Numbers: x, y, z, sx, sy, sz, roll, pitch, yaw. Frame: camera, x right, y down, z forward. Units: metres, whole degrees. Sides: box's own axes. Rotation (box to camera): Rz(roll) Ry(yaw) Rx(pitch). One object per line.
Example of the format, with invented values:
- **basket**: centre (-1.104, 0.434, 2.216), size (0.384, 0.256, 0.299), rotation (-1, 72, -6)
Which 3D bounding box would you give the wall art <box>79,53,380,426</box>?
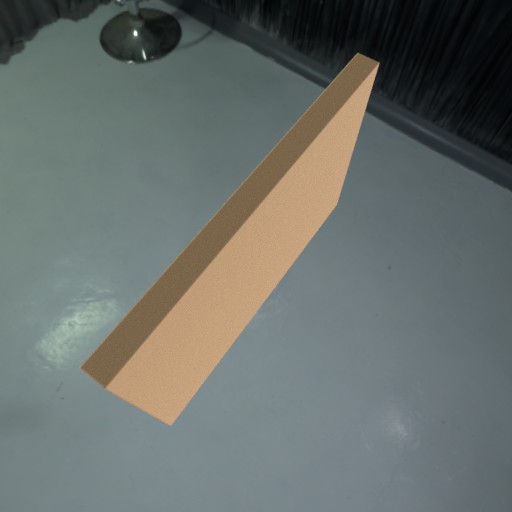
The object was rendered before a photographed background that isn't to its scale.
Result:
- **wall art**: centre (0.000, 0.000, 0.771), size (0.039, 0.407, 0.609), rotation (33, 68, 15)
